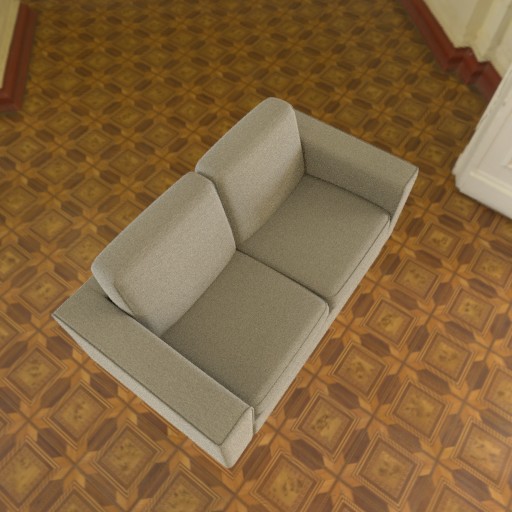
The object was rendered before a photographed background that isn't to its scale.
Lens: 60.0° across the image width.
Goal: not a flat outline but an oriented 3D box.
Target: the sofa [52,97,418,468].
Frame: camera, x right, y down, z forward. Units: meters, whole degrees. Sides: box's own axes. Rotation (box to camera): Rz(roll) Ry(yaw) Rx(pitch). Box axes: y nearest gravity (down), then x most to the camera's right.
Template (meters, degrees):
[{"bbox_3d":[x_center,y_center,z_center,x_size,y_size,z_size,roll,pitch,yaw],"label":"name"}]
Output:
[{"bbox_3d":[0.000,0.000,2.422,1.007,0.924,1.812,31,63,18],"label":"sofa"}]
